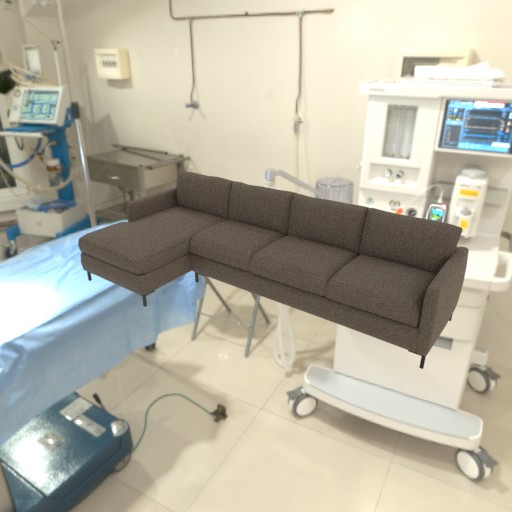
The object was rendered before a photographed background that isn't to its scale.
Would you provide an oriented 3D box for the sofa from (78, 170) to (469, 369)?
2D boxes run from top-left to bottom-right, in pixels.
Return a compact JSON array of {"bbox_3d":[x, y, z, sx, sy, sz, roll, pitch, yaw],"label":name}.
[{"bbox_3d":[0.000,0.000,3.334,2.731,0.754,1.258,17,30,32],"label":"sofa"}]
